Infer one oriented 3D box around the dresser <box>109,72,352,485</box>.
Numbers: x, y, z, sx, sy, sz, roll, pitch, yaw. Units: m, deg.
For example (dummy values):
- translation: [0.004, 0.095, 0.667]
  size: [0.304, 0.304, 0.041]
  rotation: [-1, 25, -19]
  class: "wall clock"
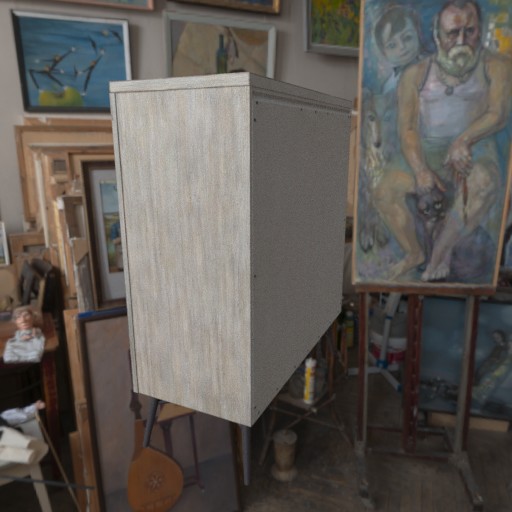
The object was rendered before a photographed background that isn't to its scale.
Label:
- translation: [0.000, 0.000, 1.764]
  size: [0.457, 1.219, 1.016]
  rotation: [7, 17, 25]
  class: "dresser"
